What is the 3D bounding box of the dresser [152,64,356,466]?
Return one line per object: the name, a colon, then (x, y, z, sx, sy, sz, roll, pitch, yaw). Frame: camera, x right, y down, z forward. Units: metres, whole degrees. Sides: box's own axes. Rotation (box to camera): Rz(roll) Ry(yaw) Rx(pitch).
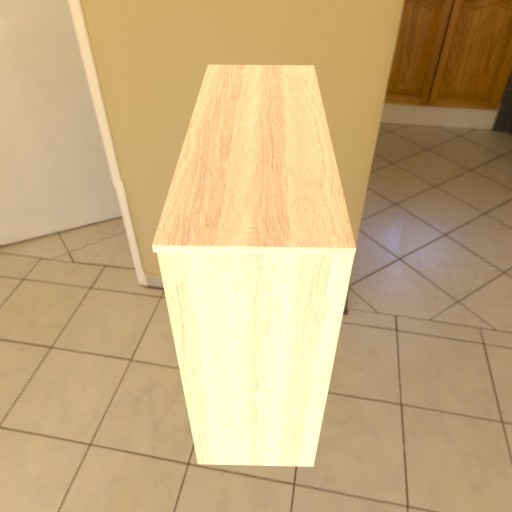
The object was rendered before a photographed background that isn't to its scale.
dresser: (0.000, 0.000, 1.461, 0.380, 0.900, 0.980, 1, 41, 1)
